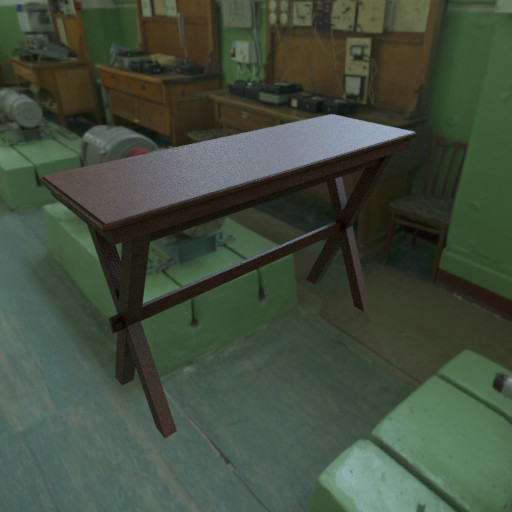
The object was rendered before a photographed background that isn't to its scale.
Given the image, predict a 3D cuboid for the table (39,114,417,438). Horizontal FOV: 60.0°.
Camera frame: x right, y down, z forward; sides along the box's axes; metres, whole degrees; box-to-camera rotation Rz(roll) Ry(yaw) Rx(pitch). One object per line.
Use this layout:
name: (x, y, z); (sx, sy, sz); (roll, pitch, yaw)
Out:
table: (0.000, 0.000, 1.585); (1.197, 0.763, 0.399); (-23, 37, -35)
